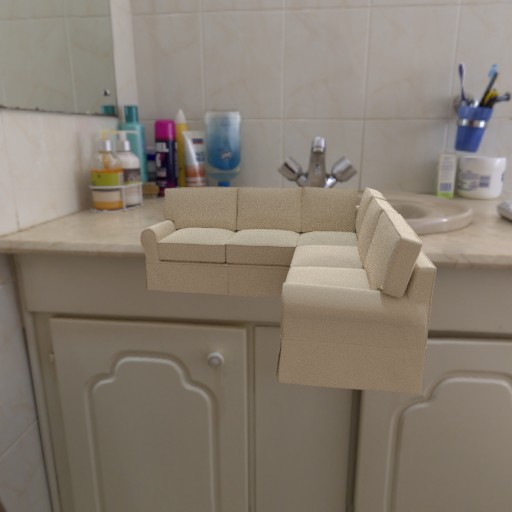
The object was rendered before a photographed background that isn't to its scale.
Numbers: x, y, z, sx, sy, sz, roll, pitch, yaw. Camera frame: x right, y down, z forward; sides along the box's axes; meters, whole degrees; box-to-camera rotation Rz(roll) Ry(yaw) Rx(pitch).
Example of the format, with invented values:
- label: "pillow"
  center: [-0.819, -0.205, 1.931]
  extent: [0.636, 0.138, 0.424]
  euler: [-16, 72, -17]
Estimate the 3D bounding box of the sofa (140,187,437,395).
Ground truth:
- label: "sofa"
  center: [0.000, 0.000, 4.101]
  extent: [2.591, 1.070, 2.597]
  euler: [2, 15, 9]
